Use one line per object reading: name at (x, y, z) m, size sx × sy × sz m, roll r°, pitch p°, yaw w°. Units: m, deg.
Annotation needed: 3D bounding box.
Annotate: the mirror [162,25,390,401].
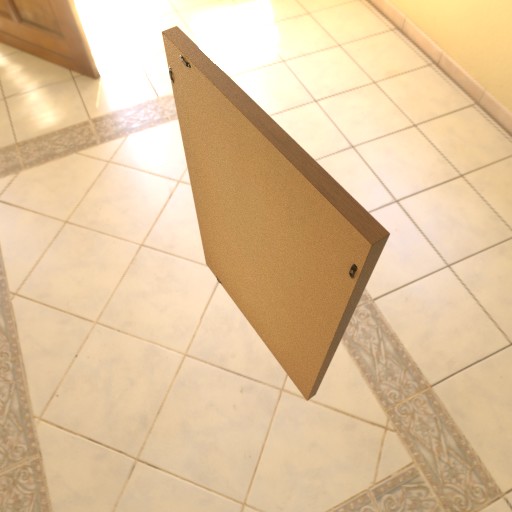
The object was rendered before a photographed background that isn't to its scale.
mirror at (0.000, 0.000, 1.141) m, size 0.040 × 0.915 × 0.609 m, roll -31°, pitch 64°, yaw -17°
